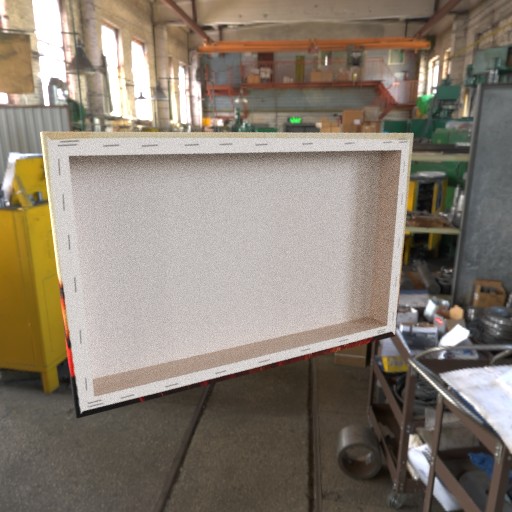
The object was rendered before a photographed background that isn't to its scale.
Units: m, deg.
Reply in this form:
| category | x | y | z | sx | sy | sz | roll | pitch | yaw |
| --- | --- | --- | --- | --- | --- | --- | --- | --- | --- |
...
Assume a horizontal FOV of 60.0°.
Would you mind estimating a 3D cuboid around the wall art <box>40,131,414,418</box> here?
| category | x | y | z | sx | sy | sz | roll | pitch | yaw |
| --- | --- | --- | --- | --- | --- | --- | --- | --- | --- |
| wall art | 0.000 | 0.000 | 0.468 | 0.383 | 0.251 | 0.037 | -7 | 17 | -26 |
